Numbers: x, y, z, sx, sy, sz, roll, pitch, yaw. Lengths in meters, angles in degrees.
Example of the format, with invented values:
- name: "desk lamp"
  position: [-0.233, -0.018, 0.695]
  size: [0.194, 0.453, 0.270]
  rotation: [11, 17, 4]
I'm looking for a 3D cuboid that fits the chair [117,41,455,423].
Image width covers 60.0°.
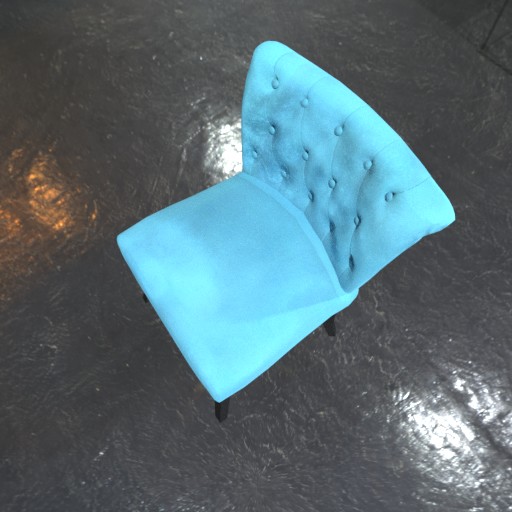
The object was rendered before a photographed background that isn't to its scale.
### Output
- name: "chair"
  position: [0.000, 0.000, 1.168]
  size: [0.605, 0.750, 0.582]
  rotation: [-31, 67, -15]
